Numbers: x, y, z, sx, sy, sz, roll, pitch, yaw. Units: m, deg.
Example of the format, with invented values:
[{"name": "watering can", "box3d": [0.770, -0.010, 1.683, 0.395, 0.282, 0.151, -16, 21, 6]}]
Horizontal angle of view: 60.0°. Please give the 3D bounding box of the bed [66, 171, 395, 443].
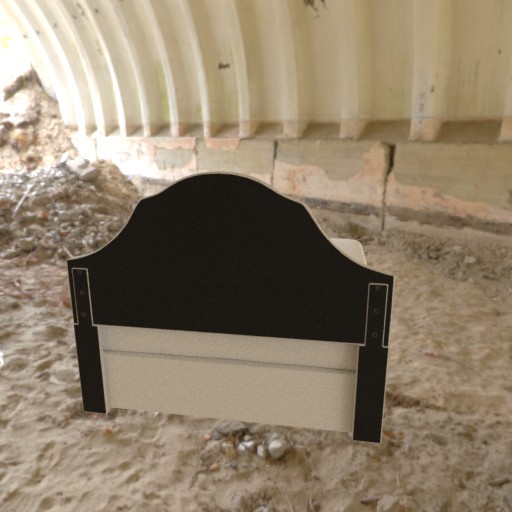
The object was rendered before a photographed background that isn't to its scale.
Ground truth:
[{"name": "bed", "box3d": [0.000, 0.000, 3.810, 2.039, 1.617, 2.477, 3, 15, 9]}]
